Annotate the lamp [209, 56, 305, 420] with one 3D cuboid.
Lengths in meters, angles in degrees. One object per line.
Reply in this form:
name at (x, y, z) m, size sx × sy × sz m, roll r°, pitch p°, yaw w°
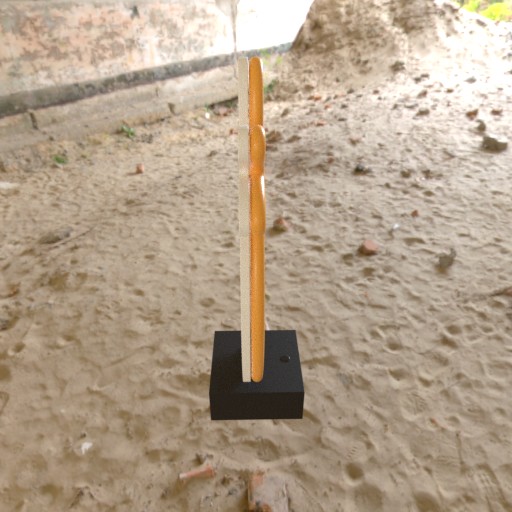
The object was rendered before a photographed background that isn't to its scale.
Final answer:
lamp at (0.000, 0.000, 0.384) m, size 0.088 × 0.317 × 0.167 m, roll -1°, pitch 31°, yaw -1°
